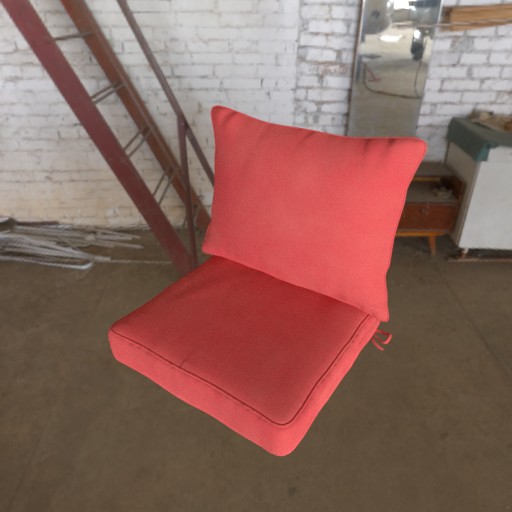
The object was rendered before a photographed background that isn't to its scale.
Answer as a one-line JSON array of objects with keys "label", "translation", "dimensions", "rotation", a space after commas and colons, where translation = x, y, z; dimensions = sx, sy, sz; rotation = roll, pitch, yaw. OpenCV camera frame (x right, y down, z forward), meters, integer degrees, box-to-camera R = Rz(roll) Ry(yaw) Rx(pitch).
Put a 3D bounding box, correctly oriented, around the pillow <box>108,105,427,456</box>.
[{"label": "pillow", "translation": [0.000, 0.000, 1.389], "dimensions": [0.798, 0.725, 0.733], "rotation": [20, 37, 29]}]
